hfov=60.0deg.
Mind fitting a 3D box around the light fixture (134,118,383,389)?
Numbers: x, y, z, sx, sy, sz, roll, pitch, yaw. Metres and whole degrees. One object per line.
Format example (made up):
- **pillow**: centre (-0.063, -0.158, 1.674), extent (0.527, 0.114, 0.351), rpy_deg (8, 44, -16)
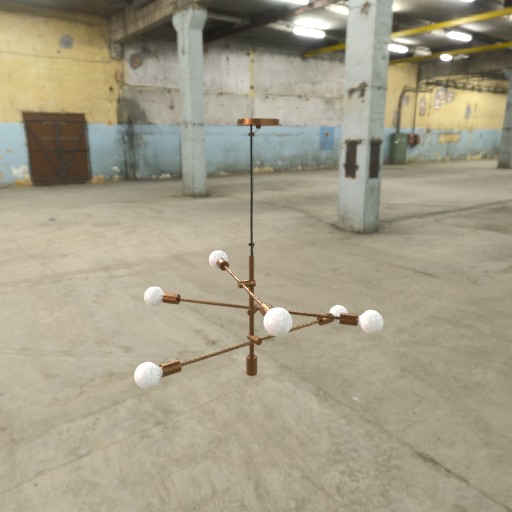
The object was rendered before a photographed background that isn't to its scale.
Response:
- **light fixture**: centre (0.000, 0.000, 1.262), extent (0.682, 0.744, 0.637), rpy_deg (-2, 14, -7)
